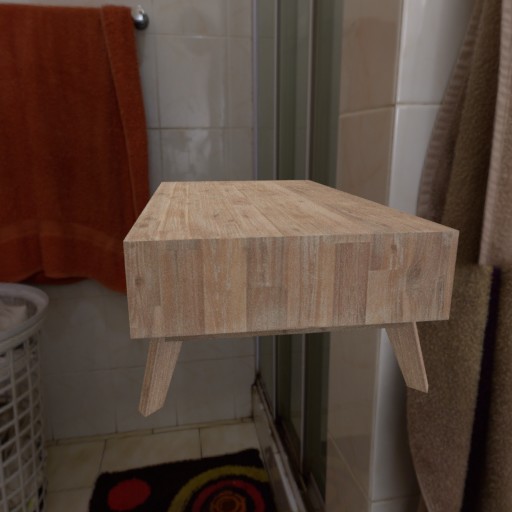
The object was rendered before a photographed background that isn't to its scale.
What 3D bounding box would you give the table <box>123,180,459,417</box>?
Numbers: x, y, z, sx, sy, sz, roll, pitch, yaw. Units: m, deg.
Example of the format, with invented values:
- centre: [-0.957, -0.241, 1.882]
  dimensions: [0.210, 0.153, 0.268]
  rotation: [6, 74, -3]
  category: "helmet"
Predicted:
- centre: [0.000, 0.000, 2.010]
  dimensions: [0.918, 0.531, 1.619]
  rotation: [-2, 15, -8]
  category: "table"
